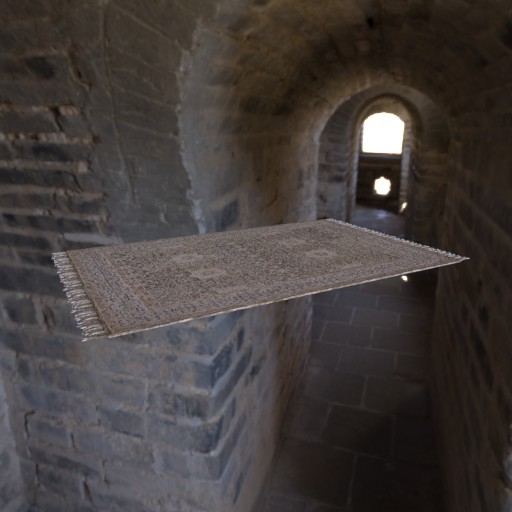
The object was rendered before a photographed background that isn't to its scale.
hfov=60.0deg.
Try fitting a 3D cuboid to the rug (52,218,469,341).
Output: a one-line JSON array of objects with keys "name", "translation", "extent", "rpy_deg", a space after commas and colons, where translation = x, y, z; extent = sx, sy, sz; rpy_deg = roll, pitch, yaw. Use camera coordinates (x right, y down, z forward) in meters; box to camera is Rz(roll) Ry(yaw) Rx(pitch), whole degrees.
[{"name": "rug", "translation": [0.000, 0.000, 2.497], "extent": [2.029, 0.010, 1.237], "rpy_deg": [-9, 19, -27]}]
